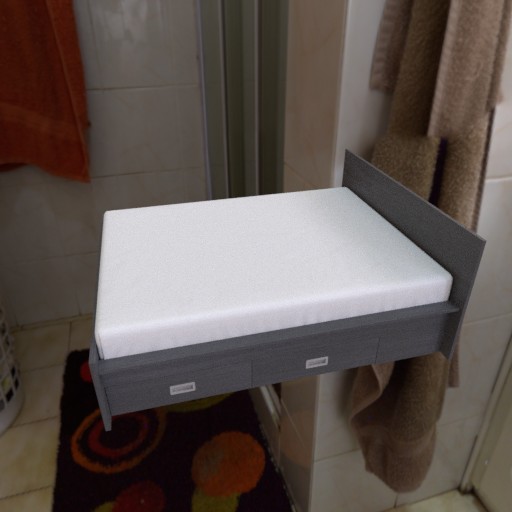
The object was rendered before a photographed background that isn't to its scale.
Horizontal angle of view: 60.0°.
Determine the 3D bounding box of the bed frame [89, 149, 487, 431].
[{"bbox_3d":[0.000,0.000,2.881,1.960,0.800,1.622,-8,31,-13],"label":"bed frame"}]
